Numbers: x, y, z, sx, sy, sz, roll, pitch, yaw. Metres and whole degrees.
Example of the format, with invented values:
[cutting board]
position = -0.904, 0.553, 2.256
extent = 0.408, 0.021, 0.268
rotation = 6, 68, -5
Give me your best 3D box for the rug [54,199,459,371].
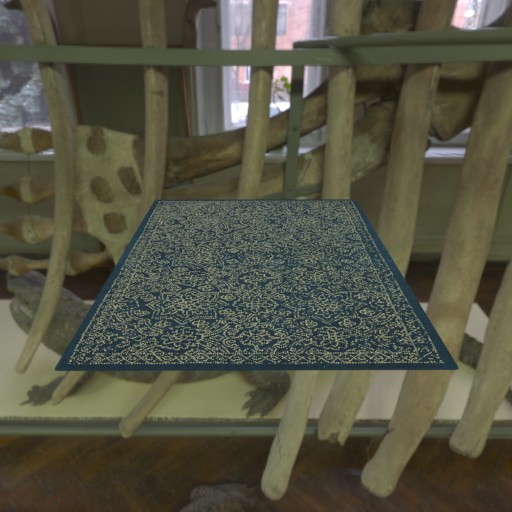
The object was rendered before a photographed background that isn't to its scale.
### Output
[rug]
position = 0.000, 0.000, 4.018
extent = 2.438, 0.010, 3.048
rotation = 0, 27, 0
